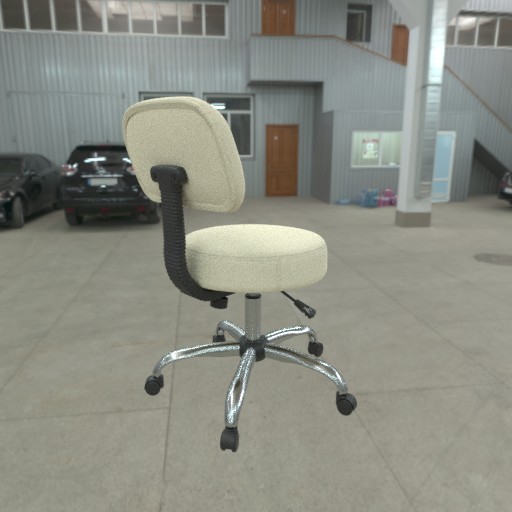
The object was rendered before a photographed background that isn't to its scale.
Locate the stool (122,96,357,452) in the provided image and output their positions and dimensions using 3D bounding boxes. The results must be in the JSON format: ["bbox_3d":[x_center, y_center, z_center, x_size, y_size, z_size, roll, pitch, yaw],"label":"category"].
[{"bbox_3d":[0.000,0.000,1.260,0.616,0.810,0.609,-13,19,-42],"label":"stool"}]
